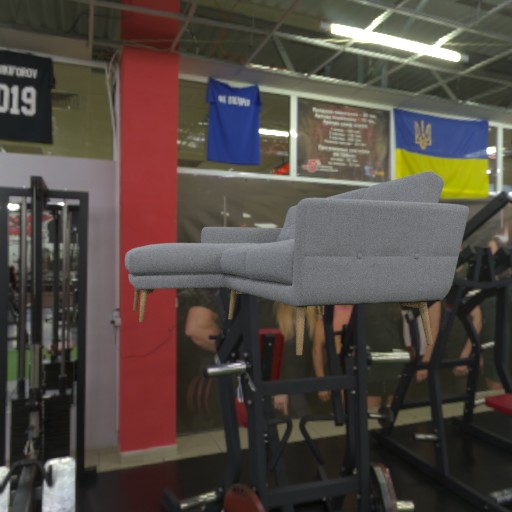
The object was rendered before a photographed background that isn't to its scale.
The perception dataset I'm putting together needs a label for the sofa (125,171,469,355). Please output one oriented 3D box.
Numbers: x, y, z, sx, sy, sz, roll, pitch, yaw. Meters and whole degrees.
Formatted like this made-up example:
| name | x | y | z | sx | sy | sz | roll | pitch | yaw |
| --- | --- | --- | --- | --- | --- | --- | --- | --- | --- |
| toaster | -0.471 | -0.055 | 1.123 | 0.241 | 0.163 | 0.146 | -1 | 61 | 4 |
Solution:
| name | x | y | z | sx | sy | sz | roll | pitch | yaw |
| --- | --- | --- | --- | --- | --- | --- | --- | --- | --- |
| sofa | 0.000 | 0.000 | 2.821 | 1.530 | 0.860 | 2.040 | 0 | 0 | -19 |
